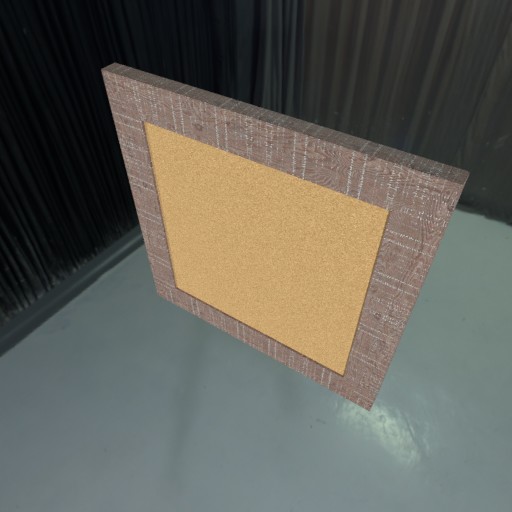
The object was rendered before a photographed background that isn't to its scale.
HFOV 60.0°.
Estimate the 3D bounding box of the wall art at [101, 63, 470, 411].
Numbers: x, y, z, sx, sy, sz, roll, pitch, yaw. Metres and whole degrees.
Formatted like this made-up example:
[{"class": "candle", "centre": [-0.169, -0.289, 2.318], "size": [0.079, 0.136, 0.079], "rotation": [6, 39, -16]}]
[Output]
[{"class": "wall art", "centre": [0.000, 0.000, 0.761], "size": [0.531, 0.531, 0.029], "rotation": [25, 51, 22]}]
